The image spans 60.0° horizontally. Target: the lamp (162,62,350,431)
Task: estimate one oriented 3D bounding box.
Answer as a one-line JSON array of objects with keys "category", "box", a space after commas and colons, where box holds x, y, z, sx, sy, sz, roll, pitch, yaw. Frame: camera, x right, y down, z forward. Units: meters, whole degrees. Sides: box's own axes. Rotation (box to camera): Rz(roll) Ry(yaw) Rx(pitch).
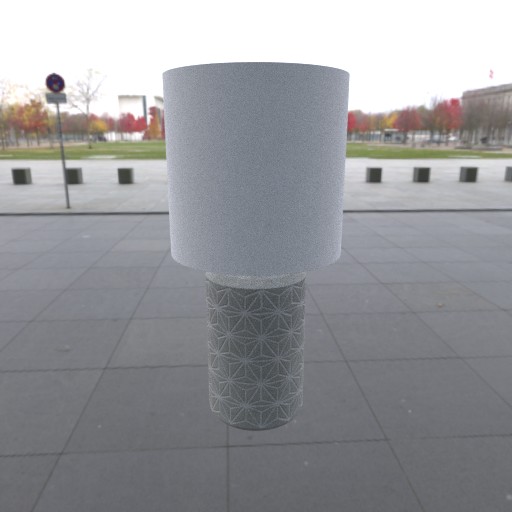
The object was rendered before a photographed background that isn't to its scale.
[{"category": "lamp", "box": [0.000, 0.000, 0.550, 0.206, 0.416, 0.206, 3, 15, 11]}]
